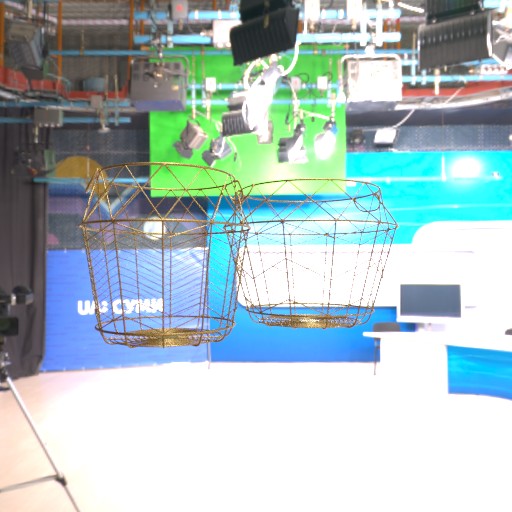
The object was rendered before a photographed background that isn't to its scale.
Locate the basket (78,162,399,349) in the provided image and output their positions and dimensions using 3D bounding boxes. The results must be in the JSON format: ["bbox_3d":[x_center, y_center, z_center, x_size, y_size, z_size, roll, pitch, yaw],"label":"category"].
[{"bbox_3d":[0.000,0.000,1.052,0.805,0.343,0.451,1,-1,-38],"label":"basket"}]
